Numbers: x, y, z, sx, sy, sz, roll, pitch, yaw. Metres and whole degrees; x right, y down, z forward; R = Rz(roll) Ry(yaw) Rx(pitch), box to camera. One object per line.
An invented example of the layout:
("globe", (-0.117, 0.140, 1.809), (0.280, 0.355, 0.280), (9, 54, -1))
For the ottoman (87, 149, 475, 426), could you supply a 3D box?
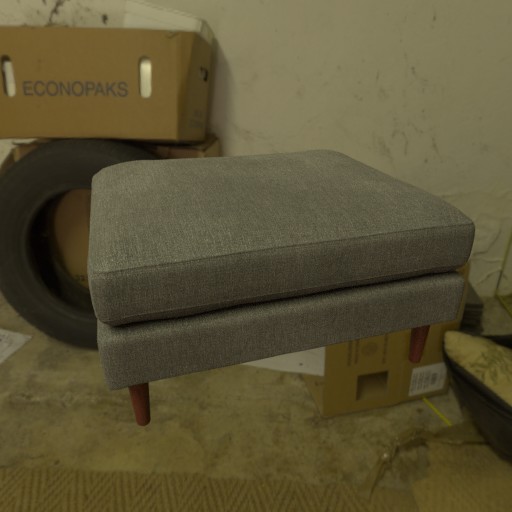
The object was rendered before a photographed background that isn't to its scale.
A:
("ottoman", (0.000, 0.000, 1.219), (0.821, 0.474, 0.693), (-8, 27, -16))
